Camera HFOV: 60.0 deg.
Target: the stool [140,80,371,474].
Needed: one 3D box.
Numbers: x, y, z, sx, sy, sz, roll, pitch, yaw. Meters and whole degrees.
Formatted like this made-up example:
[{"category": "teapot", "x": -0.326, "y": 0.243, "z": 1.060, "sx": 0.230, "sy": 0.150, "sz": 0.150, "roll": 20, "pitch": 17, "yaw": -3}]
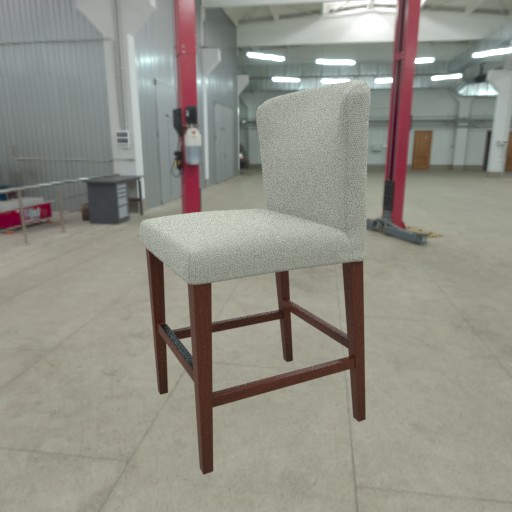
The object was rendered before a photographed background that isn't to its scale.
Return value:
[{"category": "stool", "x": 0.000, "y": 0.000, "z": 1.284, "sx": 0.568, "sy": 0.969, "sz": 0.481, "roll": -7, "pitch": 16, "yaw": -26}]
